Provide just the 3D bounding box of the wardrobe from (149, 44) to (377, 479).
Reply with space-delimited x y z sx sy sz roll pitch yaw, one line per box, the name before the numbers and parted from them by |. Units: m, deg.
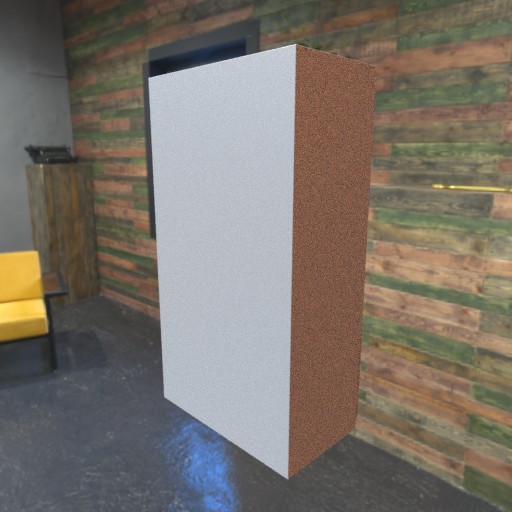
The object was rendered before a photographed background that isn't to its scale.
wardrobe | 0.000 0.000 2.332 0.577 1.808 0.991 -12 17 -43
